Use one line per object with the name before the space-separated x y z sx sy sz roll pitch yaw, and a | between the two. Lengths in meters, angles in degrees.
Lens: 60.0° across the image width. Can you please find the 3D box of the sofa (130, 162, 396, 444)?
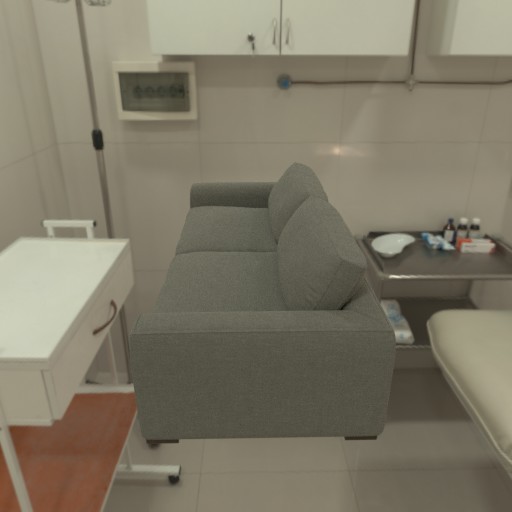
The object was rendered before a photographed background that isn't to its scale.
sofa | 0.000 0.000 2.764 1.070 0.801 2.262 -1 24 -1
